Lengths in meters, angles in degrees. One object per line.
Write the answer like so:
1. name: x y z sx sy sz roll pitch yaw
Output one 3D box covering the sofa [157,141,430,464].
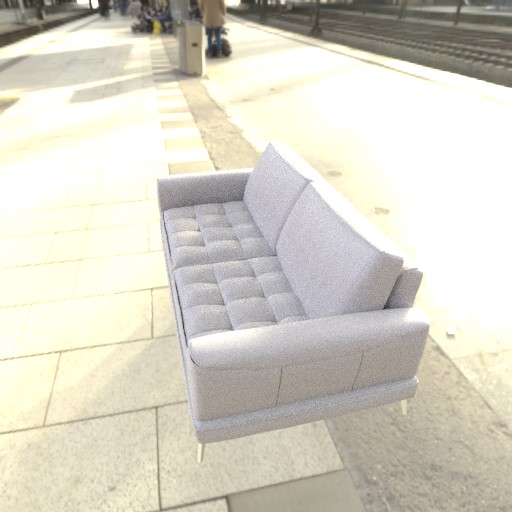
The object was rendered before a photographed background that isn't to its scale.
1. sofa: 0.000 0.000 2.763 1.121 0.930 2.177 -8 32 -13
